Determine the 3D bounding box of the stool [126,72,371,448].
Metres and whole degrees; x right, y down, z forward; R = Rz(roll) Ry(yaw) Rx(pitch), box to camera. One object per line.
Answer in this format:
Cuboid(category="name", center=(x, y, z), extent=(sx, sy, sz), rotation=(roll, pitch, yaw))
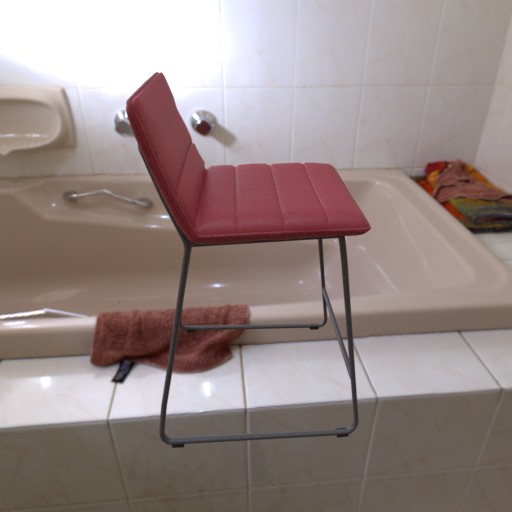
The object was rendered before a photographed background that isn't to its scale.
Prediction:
Cuboid(category="stool", center=(0.000, 0.000, 1.164), extent=(0.524, 0.866, 0.489), rotation=(-1, 30, -2))
